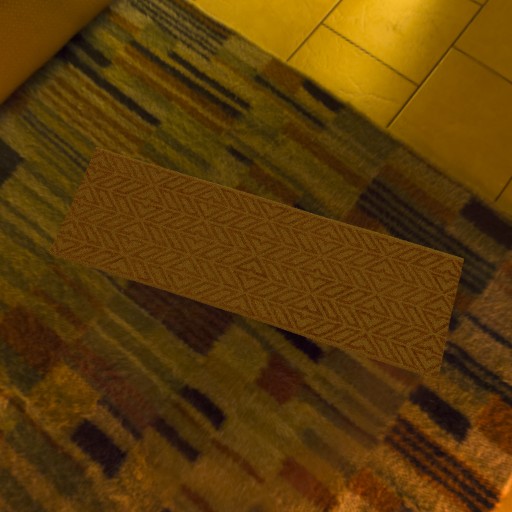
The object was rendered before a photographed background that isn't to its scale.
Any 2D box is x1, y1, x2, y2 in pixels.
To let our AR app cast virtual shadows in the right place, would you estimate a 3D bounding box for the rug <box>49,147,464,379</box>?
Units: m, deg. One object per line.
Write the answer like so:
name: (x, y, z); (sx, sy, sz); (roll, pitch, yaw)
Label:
rug: (0.000, 0.000, 2.721); (2.435, 0.009, 0.750); (17, 77, 4)
